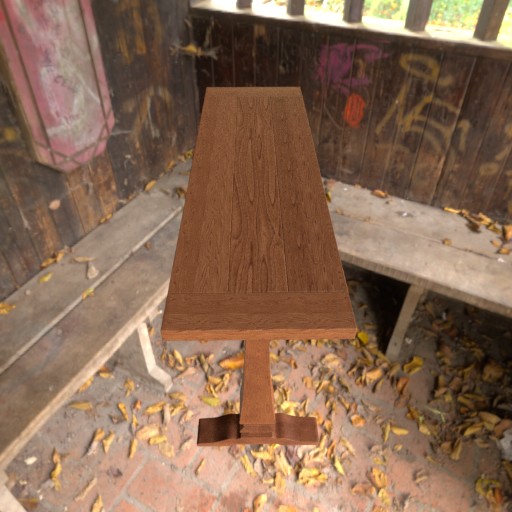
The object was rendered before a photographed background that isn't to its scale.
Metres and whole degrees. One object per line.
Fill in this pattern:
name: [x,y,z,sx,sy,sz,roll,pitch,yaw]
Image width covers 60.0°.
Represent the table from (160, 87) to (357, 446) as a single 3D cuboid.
table: [0.000,0.000,1.845,0.461,0.852,1.478,0,41,-1]
